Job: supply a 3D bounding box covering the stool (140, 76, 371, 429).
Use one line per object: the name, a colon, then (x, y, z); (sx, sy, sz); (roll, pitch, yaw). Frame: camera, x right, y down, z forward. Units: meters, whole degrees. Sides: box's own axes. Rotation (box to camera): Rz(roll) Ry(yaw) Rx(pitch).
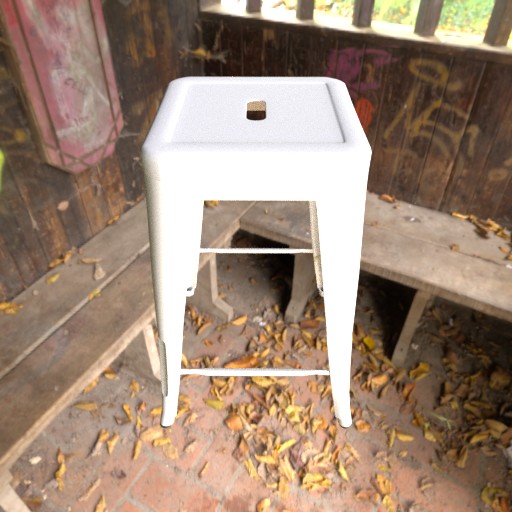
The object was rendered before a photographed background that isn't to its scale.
stool: (0.000, 0.000, 0.886); (0.406, 0.610, 0.406); (0, 41, 0)
